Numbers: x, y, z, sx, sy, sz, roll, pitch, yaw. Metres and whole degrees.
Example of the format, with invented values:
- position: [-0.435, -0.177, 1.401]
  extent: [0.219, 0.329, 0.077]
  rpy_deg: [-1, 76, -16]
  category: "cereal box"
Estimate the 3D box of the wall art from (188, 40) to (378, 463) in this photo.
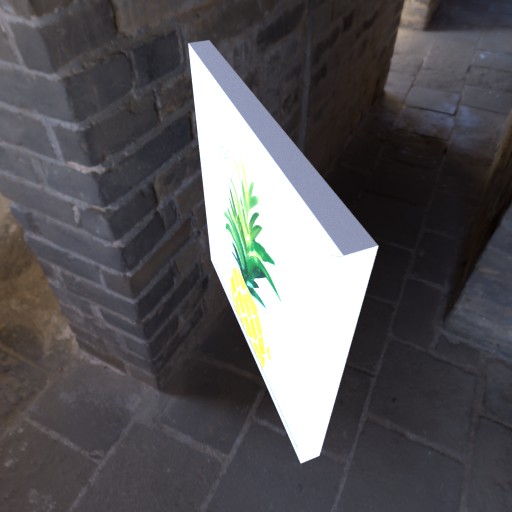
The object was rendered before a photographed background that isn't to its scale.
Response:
- position: [0.000, 0.000, 0.735]
  extent: [0.035, 0.507, 0.508]
  rpy_deg: [-16, 48, -15]
  category: "wall art"
